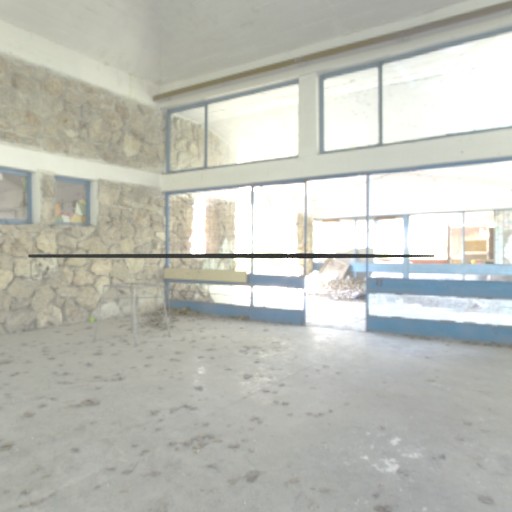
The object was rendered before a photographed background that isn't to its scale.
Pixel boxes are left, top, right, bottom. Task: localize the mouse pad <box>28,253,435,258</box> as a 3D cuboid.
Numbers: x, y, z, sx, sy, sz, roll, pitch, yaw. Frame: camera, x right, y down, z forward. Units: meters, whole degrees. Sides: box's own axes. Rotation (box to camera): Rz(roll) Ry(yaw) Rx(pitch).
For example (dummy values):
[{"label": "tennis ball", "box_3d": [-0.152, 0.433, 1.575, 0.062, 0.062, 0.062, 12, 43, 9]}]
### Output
[{"label": "mouse pad", "box_3d": [0.000, 0.000, 0.335, 0.211, 0.002, 0.249, 0, 0, 34]}]
